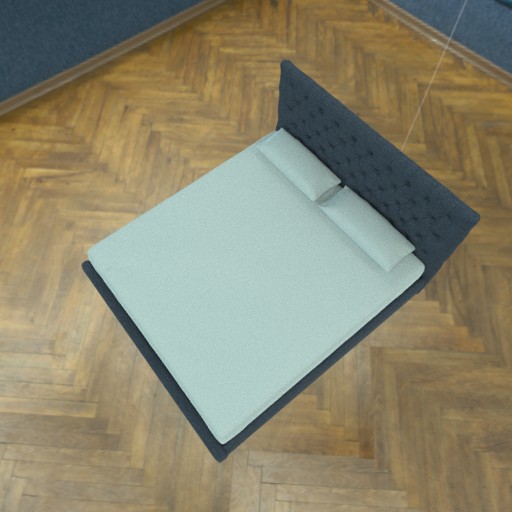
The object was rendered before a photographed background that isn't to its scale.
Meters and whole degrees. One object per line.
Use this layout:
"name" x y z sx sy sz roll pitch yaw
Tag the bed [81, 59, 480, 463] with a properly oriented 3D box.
"bed" 0.000 0.000 3.683 2.387 1.427 2.078 -36 68 -17
